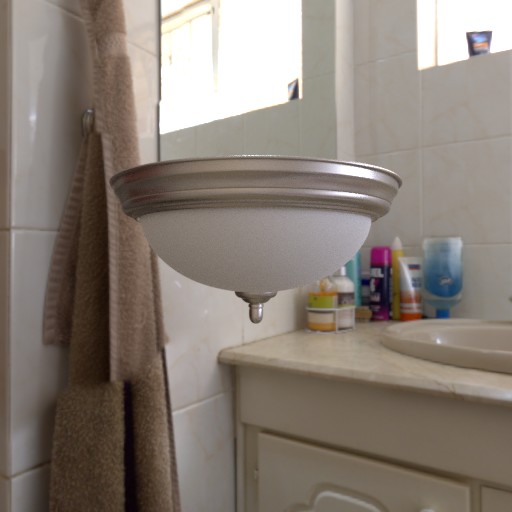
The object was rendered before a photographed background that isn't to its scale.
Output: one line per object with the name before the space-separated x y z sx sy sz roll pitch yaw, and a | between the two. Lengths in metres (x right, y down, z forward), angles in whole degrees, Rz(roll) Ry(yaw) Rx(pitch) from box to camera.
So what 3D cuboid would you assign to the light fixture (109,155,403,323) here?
light fixture | 0.000 0.000 0.444 0.280 0.135 0.280 0 -1 0
